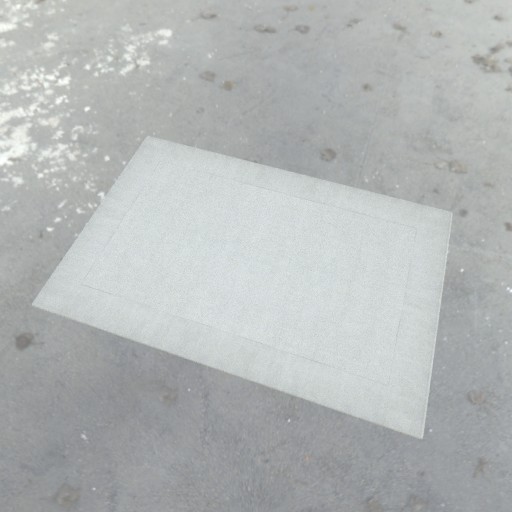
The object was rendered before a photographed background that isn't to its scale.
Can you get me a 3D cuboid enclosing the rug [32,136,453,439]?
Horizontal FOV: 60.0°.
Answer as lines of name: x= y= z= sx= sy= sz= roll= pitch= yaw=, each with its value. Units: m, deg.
rug: x=0.000 y=0.000 z=2.245 sx=1.829 sy=0.013 sz=1.219 roll=16 pitch=59 yaw=10
